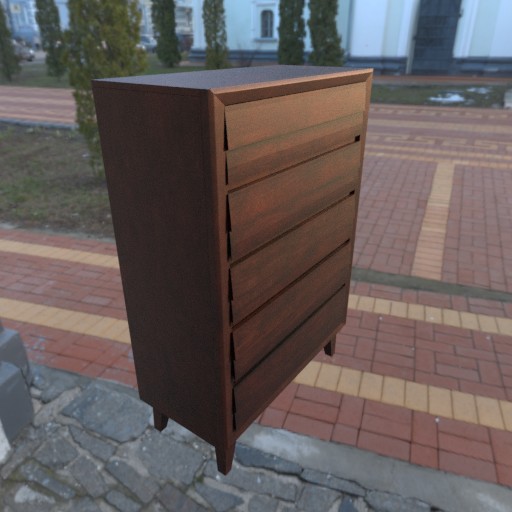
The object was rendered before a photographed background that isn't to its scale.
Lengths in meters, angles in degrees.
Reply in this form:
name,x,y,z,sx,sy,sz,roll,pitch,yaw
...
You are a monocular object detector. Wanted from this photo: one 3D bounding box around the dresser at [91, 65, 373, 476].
name,x,y,z,sx,sy,sz,roll,pitch,yaw
dresser,0.000,0.000,1.982,0.506,1.514,1.072,18,31,32
